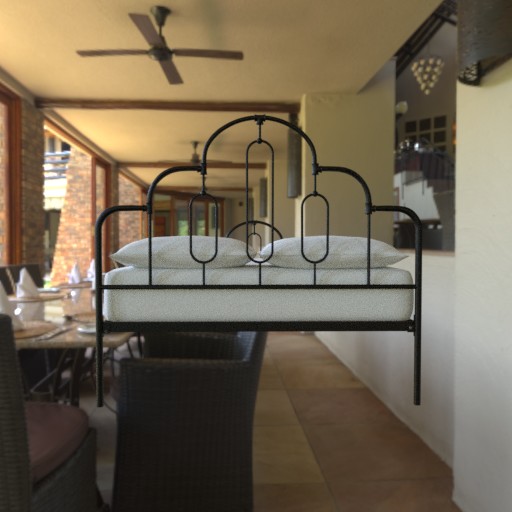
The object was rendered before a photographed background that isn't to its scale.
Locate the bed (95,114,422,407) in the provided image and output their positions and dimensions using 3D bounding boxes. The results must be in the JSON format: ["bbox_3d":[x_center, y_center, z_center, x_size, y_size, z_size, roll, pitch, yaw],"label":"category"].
[{"bbox_3d":[0.000,0.000,3.269,1.626,1.444,2.181,0,1,-1],"label":"bed"}]
